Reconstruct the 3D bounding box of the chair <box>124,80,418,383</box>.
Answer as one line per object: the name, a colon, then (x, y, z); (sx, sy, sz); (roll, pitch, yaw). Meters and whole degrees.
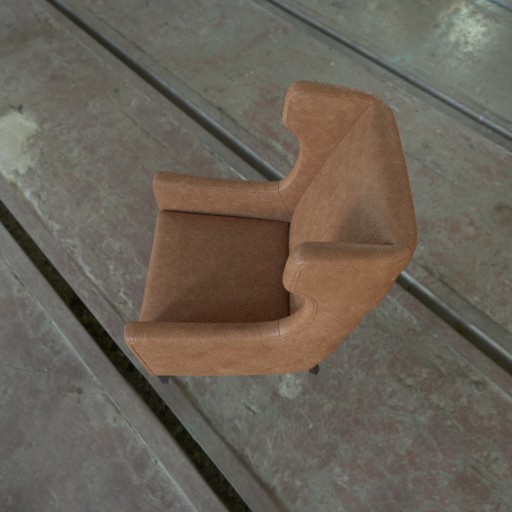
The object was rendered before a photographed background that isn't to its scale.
chair: (0.000, 0.000, 1.702); (0.899, 1.079, 0.766); (1, 59, 1)
